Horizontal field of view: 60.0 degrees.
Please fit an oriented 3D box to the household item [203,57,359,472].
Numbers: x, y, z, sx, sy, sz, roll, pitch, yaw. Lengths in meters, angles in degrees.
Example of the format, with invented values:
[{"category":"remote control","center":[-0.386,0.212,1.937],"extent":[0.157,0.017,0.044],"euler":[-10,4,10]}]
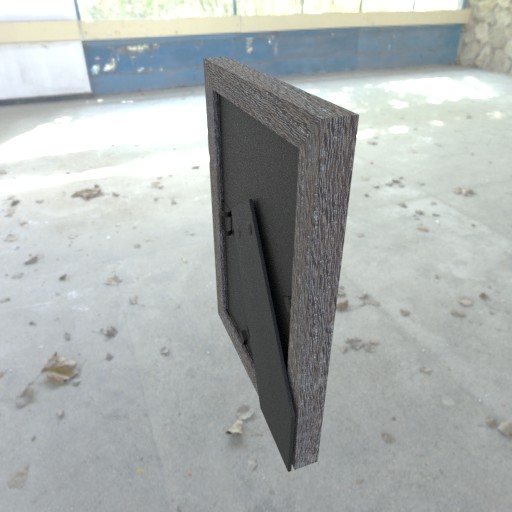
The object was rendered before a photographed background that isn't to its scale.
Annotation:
[{"category":"household item","center":[0.000,0.000,0.279],"extent":[0.020,0.210,0.160],"euler":[-11,33,-18]}]
